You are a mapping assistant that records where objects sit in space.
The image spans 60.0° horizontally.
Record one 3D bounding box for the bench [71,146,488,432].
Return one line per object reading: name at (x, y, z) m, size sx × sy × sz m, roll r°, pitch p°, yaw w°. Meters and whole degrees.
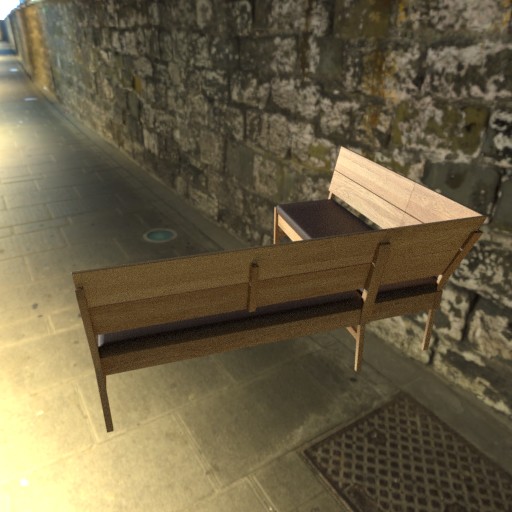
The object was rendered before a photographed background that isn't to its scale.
bench at (0.000, 0.000, 2.792) m, size 1.975 × 0.890 × 1.549 m, roll -9°, pitch 28°, yaw -16°
